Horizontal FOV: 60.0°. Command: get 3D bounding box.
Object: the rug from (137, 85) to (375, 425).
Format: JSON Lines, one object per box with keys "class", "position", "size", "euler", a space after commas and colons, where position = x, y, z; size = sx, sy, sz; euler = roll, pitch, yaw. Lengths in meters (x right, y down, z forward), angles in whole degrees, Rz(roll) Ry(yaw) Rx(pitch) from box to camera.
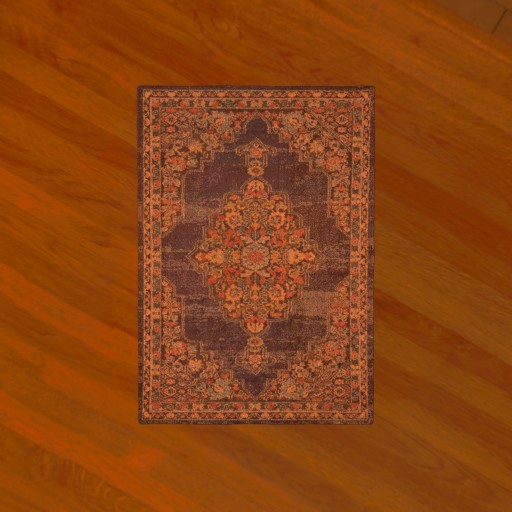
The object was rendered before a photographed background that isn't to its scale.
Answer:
{"class": "rug", "position": [0.000, 0.000, 3.834], "size": [2.053, 0.011, 2.940], "euler": [0, 91, 0]}
